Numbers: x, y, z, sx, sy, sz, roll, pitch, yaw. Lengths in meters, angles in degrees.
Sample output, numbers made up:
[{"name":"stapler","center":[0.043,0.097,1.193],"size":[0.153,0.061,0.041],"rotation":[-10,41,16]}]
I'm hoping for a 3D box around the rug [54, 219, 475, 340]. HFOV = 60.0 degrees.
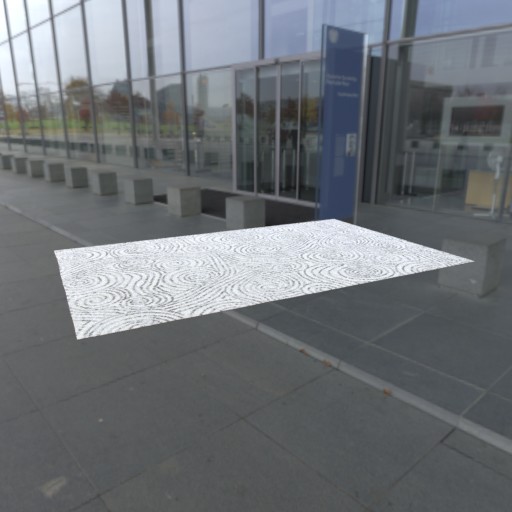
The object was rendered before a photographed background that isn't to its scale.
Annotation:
[{"name":"rug","center":[0.000,0.000,3.015],"size":[2.439,0.005,1.524],"rotation":[-8,18,-26]}]
